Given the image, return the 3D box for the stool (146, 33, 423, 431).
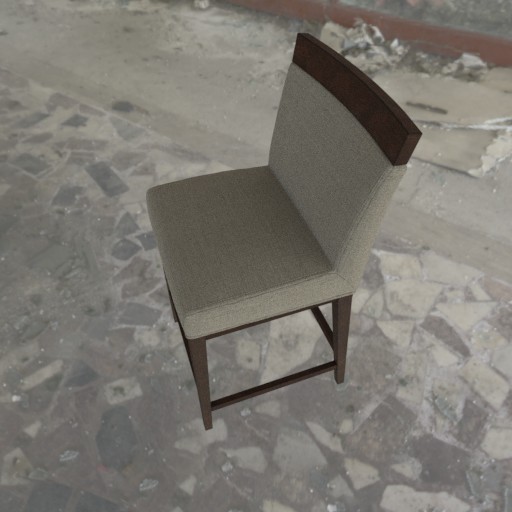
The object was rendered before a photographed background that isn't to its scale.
[{"bbox_3d":[0.000,0.000,1.287,0.531,1.009,0.512,-15,49,-13],"label":"stool"}]
